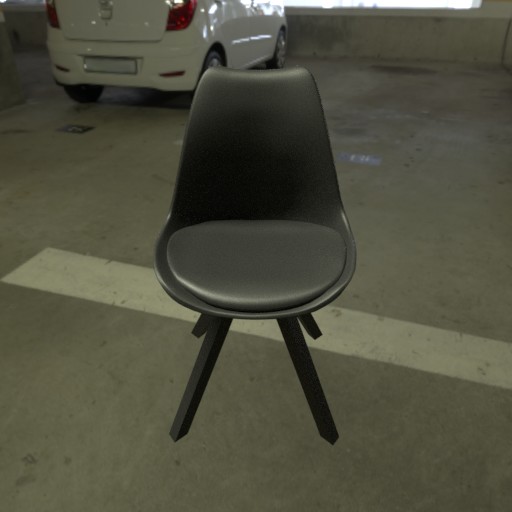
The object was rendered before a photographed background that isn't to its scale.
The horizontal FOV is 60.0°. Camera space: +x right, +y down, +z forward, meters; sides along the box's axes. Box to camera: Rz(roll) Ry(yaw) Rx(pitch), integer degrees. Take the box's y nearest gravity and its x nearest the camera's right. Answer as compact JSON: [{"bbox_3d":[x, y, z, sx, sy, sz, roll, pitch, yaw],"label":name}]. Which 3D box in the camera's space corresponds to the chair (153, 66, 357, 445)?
[{"bbox_3d":[0.000,0.000,1.159,0.485,0.850,0.550,1,31,1],"label":"chair"}]
